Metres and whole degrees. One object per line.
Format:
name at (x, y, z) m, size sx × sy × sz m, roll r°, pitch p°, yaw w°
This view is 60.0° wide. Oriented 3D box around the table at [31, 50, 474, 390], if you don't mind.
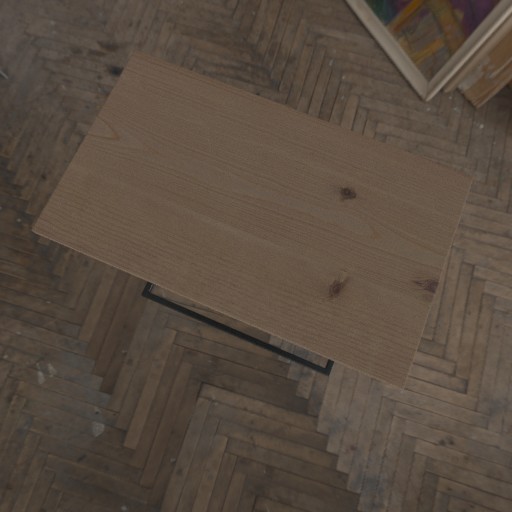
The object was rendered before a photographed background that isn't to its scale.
table at (0.000, 0.000, 1.013) m, size 0.597 × 0.673 × 0.351 m, roll 22°, pitch 77°, yaw 5°
